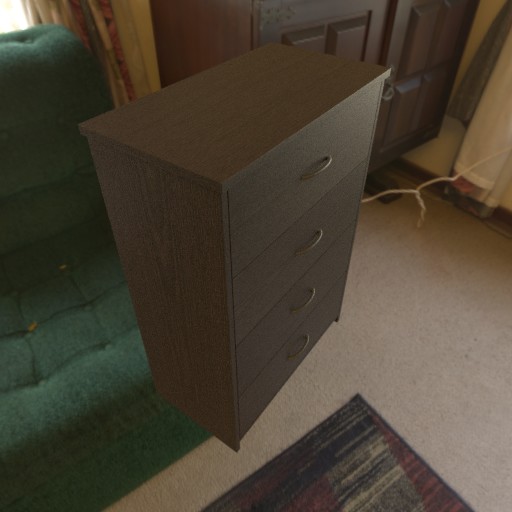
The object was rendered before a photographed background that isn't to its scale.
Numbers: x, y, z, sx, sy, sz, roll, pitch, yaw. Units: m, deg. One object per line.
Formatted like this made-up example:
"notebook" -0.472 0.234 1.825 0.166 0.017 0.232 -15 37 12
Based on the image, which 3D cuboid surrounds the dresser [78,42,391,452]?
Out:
"dresser" 0.000 0.000 1.379 0.399 1.020 0.704 26 48 26
